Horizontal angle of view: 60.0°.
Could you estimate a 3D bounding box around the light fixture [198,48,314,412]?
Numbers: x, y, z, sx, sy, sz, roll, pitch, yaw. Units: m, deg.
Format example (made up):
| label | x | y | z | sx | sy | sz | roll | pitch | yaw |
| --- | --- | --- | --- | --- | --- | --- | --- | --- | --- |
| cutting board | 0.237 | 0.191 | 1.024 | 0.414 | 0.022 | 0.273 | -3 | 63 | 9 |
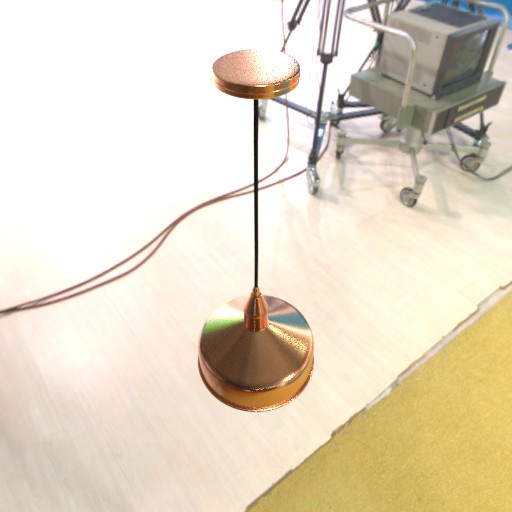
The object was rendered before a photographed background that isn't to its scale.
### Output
| label | x | y | z | sx | sy | sz | roll | pitch | yaw |
| --- | --- | --- | --- | --- | --- | --- | --- | --- | --- |
| light fixture | 0.000 | 0.000 | 0.883 | 0.301 | 0.754 | 0.301 | 10 | 47 | 10 |
